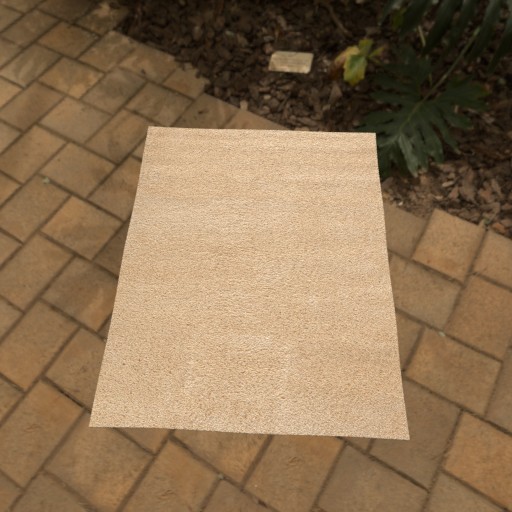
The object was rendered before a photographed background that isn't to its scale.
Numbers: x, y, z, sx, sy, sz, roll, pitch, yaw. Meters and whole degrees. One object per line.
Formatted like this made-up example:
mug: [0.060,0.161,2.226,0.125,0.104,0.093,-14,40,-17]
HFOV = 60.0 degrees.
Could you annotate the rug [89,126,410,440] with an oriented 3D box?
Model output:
rug: [0.000,0.000,4.006,2.400,0.025,3.000,2,63,1]
